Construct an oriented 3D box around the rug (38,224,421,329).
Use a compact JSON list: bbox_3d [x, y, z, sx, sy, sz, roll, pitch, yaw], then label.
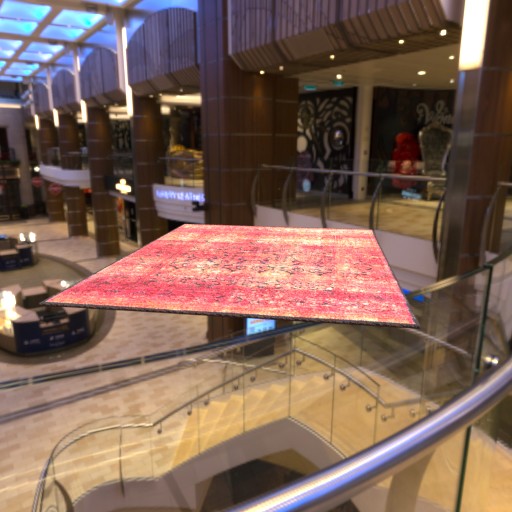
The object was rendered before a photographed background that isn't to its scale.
[{"bbox_3d":[0.000,0.000,4.171,2.411,0.020,3.032,2,14,9],"label":"rug"}]
